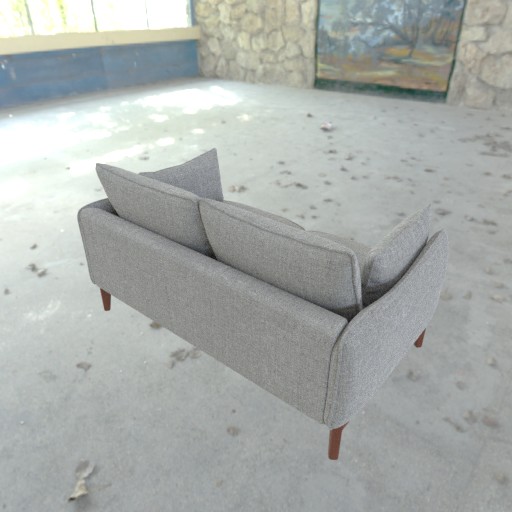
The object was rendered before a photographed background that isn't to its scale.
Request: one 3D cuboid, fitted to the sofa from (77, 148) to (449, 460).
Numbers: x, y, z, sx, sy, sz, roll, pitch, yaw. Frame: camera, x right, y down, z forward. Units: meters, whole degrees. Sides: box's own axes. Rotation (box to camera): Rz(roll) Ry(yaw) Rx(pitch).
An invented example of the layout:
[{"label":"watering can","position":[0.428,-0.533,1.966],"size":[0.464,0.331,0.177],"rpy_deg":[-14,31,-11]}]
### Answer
[{"label":"sofa","position":[0.000,0.000,2.155],"size":[1.580,0.851,0.972],"rpy_deg":[22,37,34]}]
